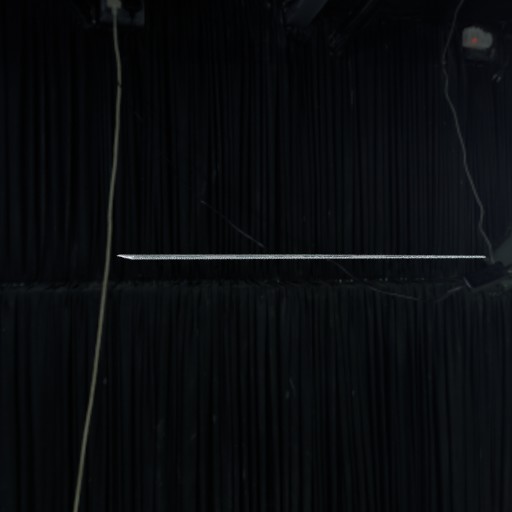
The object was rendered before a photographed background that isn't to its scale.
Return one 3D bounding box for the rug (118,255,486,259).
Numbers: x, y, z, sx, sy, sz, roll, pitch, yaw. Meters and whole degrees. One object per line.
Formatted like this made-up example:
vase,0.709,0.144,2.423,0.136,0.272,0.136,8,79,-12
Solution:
rug,0.000,0.000,4.177,2.423,0.014,3.040,0,0,-19
